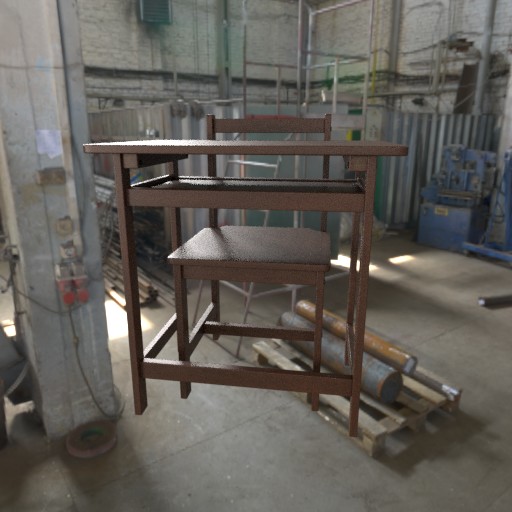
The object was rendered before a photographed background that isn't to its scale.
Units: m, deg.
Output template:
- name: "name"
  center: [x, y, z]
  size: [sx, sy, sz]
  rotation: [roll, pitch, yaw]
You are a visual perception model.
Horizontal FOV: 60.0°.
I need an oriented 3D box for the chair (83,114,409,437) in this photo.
- name: "chair"
  center: [0.000, 0.000, 1.083]
  size: [0.599, 0.673, 0.463]
  rotation: [2, 16, 9]
